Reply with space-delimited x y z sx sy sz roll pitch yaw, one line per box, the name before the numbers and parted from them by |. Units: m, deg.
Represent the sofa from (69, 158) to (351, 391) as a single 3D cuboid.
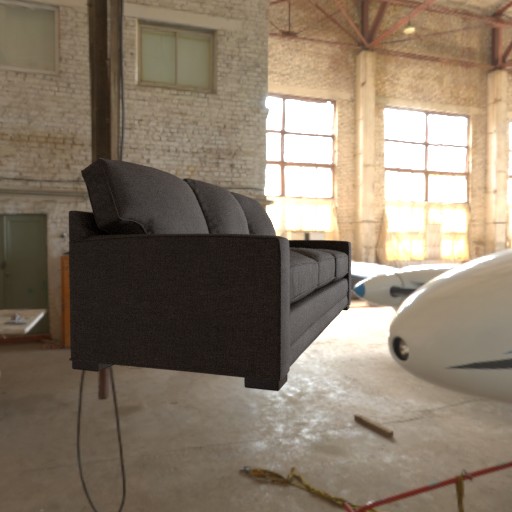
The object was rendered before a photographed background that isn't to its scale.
sofa | 0.000 0.000 2.941 1.004 0.978 2.369 0 1 18
